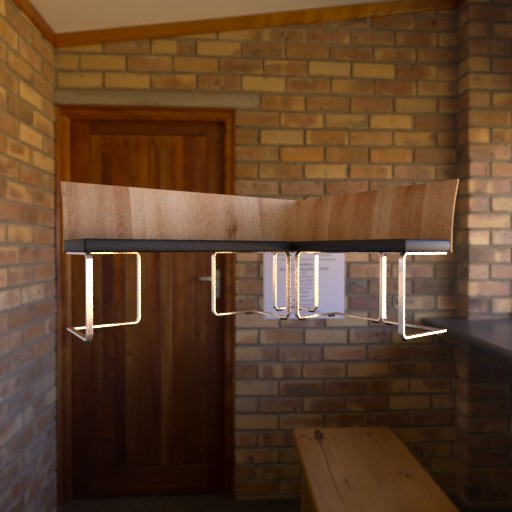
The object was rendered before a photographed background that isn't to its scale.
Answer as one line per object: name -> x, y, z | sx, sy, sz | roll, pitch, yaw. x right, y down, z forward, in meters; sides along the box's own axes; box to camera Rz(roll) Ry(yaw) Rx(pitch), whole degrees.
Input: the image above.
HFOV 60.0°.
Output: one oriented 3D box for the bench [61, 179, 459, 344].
bench -> 0.000, 0.000, 2.731 | 1.945, 0.930, 1.495 | -1, 1, -35
